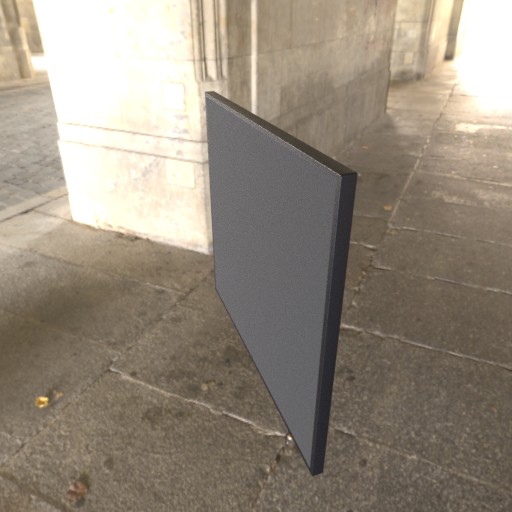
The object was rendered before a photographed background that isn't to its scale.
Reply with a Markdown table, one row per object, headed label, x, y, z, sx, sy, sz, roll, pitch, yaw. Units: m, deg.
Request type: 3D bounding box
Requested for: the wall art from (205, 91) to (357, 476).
| label | x | y | z | sx | sy | sz | roll | pitch | yaw |
| --- | --- | --- | --- | --- | --- | --- | --- | --- | --- |
| wall art | 0.000 | 0.000 | 0.743 | 0.018 | 0.450 | 0.521 | -10 | 31 | -17 |
